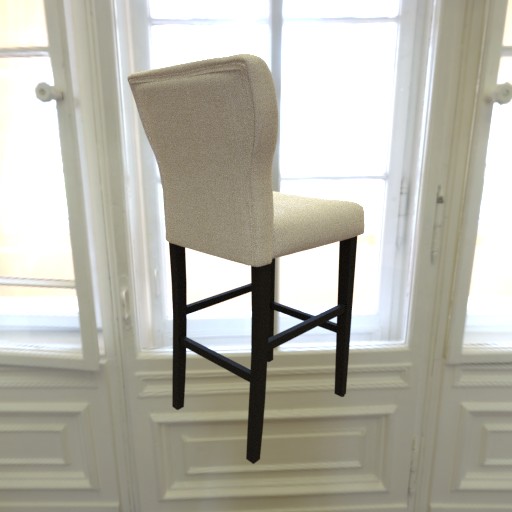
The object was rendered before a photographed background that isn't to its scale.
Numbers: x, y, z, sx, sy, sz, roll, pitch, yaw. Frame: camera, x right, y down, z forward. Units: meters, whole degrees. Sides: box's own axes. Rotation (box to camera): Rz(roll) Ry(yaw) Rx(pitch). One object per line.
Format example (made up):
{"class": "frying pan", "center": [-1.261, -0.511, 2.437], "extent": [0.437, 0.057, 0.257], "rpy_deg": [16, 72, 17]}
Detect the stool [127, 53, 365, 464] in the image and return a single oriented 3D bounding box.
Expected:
{"class": "stool", "center": [0.000, 0.000, 1.459], "extent": [0.516, 1.124, 0.603], "rpy_deg": [15, 22, 42]}
